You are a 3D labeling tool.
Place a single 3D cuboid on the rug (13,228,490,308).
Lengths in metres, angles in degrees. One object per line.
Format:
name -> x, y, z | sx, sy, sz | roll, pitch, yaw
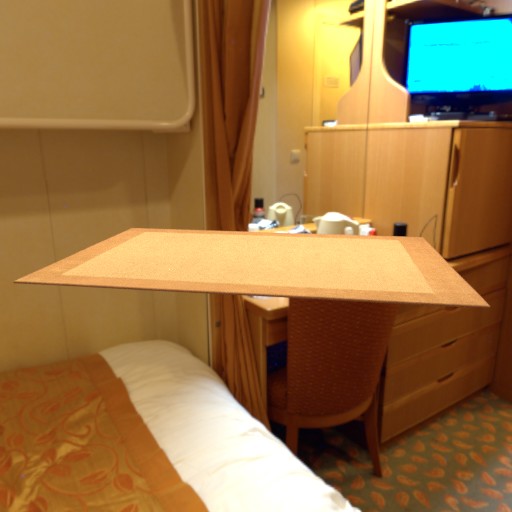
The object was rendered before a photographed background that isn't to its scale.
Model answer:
rug -> 0.000, 0.000, 2.959 | 2.438, 0.014, 1.524 | 2, 15, 9
